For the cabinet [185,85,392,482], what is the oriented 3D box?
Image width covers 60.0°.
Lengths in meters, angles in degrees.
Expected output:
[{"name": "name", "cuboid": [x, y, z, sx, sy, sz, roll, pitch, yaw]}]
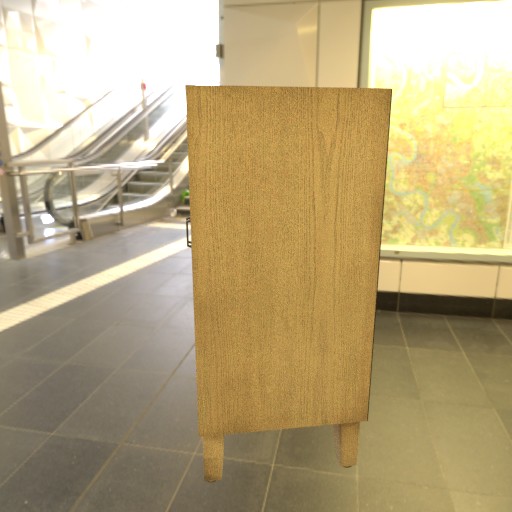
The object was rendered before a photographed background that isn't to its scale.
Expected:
[{"name": "cabinet", "cuboid": [0.000, 0.000, 1.212, 0.370, 0.787, 0.781, -2, 15, -8]}]
